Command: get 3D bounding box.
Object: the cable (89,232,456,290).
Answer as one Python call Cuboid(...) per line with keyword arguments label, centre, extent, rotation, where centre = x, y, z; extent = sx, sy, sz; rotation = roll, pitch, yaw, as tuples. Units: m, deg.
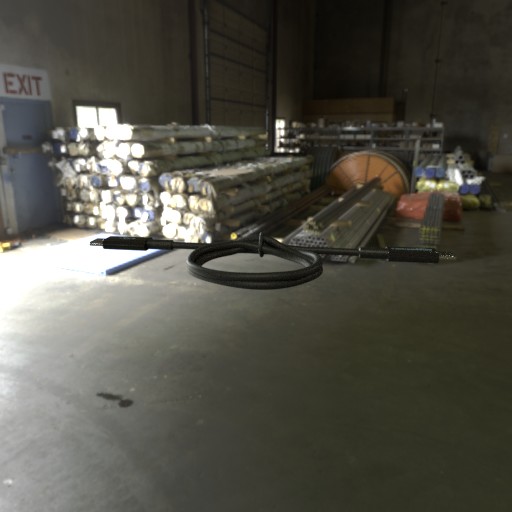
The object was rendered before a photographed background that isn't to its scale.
Cuboid(label="cable", centre=(0.000, 0.000, 0.222), extent=(0.203, 0.014, 0.070), rotation=(2, 16, 8))
